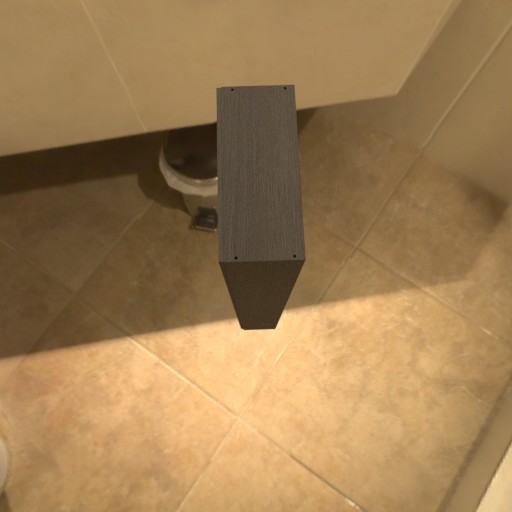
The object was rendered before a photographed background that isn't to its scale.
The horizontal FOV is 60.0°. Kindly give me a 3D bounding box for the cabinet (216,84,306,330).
[{"bbox_3d":[0.000,0.000,2.027,0.230,1.790,0.500,-2,75,0],"label":"cabinet"}]
